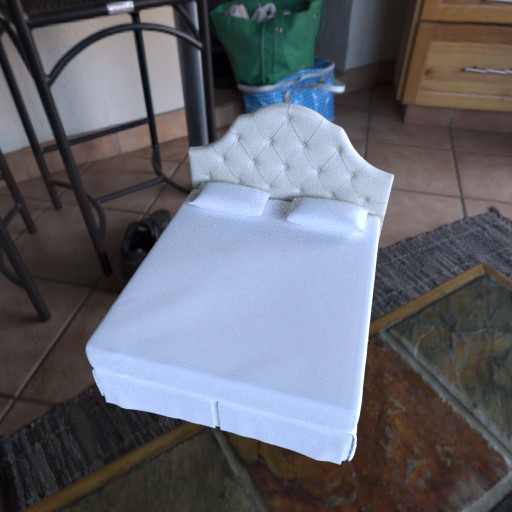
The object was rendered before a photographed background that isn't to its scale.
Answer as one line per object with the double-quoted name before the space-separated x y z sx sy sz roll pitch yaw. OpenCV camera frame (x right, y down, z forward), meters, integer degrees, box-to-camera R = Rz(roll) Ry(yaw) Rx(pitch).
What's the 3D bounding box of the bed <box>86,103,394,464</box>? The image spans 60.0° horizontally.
"bed" 0.000 0.000 3.537 2.008 1.615 2.214 10 42 11
